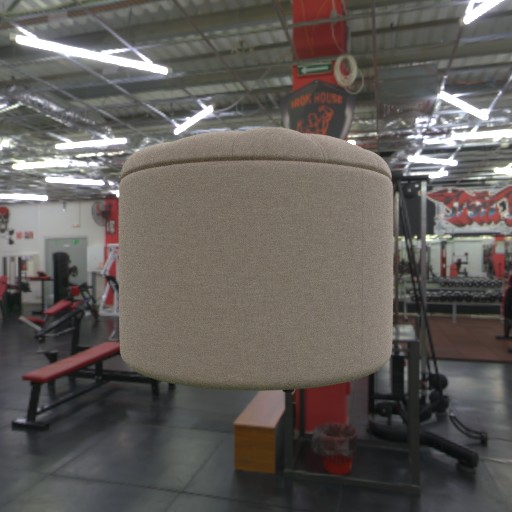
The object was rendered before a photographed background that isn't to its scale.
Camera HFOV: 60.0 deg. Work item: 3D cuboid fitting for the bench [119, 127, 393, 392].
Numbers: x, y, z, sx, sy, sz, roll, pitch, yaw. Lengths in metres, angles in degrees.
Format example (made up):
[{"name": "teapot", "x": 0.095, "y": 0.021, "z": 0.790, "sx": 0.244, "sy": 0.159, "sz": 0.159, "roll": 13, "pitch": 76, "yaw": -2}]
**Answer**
[{"name": "bench", "x": 0.000, "y": 0.000, "z": 1.014, "sx": 0.600, "sy": 0.454, "sz": 0.600, "roll": 0, "pitch": 0, "yaw": 0}]
